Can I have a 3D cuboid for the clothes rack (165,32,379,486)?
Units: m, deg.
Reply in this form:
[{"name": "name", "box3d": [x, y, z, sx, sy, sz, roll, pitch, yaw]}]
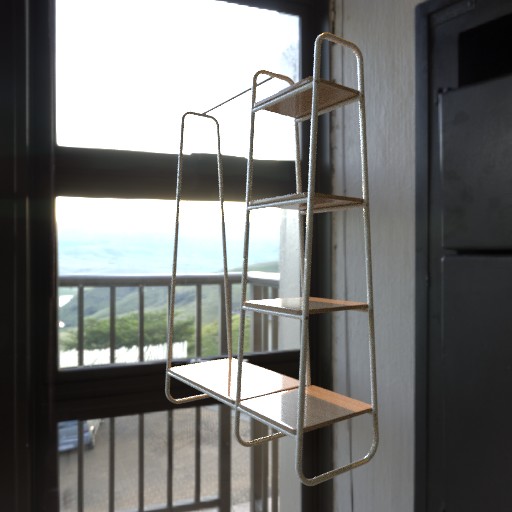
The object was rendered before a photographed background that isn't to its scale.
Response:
[{"name": "clothes rack", "box3d": [0.000, 0.000, 1.926, 0.400, 1.500, 1.011, 0, 0, -36]}]
